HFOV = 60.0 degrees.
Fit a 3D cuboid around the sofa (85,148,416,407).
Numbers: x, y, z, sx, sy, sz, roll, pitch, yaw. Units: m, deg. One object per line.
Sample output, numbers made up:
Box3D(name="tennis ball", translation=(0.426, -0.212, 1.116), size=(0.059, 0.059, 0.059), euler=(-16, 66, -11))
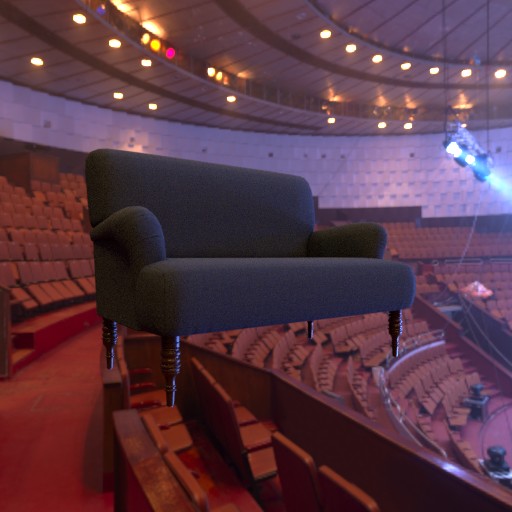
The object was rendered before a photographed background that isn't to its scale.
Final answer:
Box3D(name="sofa", translation=(0.000, 0.000, 1.874), size=(1.297, 0.889, 0.779), euler=(0, 0, -37))
